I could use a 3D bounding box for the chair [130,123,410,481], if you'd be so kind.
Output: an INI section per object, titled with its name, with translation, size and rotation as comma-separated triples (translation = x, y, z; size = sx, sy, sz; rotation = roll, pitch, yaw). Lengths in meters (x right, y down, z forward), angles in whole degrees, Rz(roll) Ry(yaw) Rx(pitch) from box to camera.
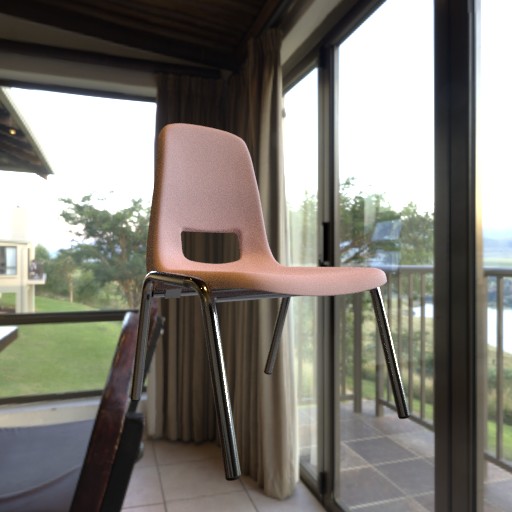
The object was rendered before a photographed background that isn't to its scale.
[chair]
translation = 0.000, 0.000, 0.777
size = 0.354, 0.536, 0.385
rotation = 0, 0, -36
